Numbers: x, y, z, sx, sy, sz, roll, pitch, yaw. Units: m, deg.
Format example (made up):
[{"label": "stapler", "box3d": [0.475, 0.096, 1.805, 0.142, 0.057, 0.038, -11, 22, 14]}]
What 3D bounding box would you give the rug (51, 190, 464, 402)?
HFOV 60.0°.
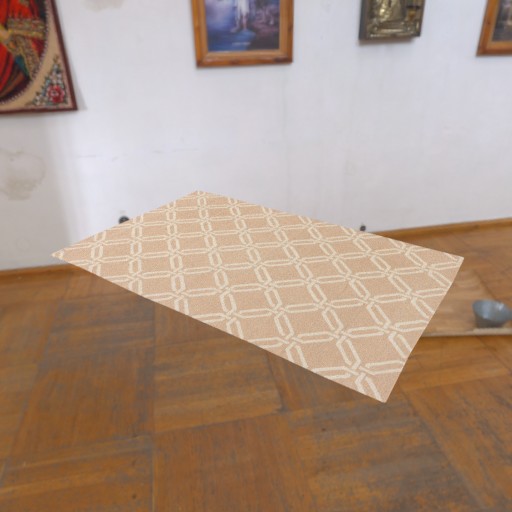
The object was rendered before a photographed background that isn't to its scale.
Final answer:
[{"label": "rug", "box3d": [0.000, 0.000, 2.215, 1.745, 0.010, 1.146, 18, 33, 29]}]
